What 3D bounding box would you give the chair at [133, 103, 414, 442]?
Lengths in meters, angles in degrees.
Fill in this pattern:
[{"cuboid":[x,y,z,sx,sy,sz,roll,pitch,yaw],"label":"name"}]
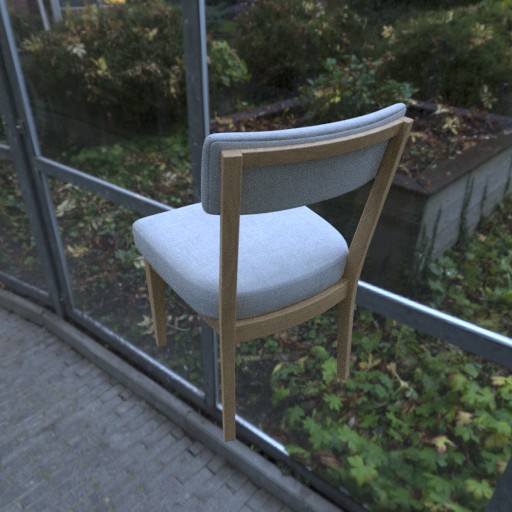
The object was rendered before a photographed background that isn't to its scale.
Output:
[{"cuboid":[0.000,0.000,1.210,0.508,0.832,0.572,-18,35,-28],"label":"chair"}]
